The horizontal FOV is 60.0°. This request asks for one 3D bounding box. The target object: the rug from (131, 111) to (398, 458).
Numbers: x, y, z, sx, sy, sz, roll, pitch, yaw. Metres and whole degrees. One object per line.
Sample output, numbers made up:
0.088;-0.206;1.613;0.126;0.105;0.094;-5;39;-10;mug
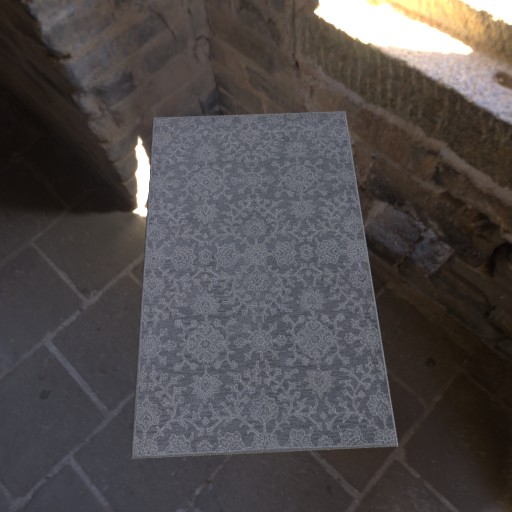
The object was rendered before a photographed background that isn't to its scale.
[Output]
0.000;0.000;2.996;1.515;0.010;2.430;-2;66;-1;rug
